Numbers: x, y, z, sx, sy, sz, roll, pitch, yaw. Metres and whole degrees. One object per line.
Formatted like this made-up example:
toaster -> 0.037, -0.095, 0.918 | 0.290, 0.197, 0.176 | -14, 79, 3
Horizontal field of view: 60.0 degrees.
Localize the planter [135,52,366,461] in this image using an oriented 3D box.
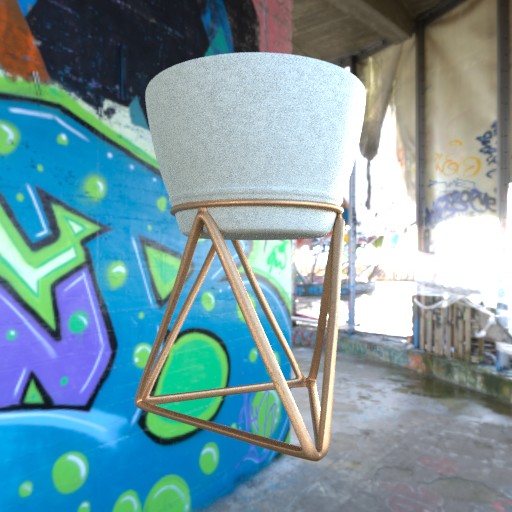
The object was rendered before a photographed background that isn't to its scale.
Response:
planter -> 0.000, 0.000, 0.721 | 0.350, 0.504, 0.350 | 0, 0, 35
